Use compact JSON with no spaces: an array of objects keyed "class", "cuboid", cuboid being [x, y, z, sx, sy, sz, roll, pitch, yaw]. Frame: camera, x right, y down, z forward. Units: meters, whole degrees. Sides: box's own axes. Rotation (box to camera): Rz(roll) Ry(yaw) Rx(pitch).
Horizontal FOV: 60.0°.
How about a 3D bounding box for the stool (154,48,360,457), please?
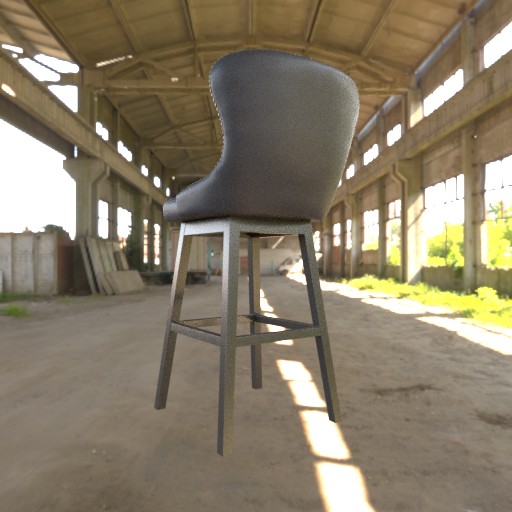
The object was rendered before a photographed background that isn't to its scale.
[{"class":"stool","cuboid":[0.000,0.000,1.417,0.528,1.050,0.601,0,0,-35]}]
